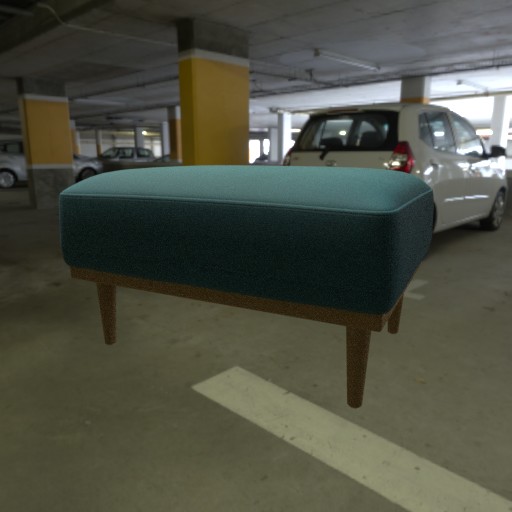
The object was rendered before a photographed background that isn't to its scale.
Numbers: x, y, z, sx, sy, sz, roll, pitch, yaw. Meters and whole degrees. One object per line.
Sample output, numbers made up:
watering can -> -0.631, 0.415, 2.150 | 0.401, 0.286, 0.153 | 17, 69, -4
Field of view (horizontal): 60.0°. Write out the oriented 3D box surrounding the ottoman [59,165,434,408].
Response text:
ottoman -> 0.000, 0.000, 1.080 | 0.749, 0.428, 0.549 | 7, 15, 26
